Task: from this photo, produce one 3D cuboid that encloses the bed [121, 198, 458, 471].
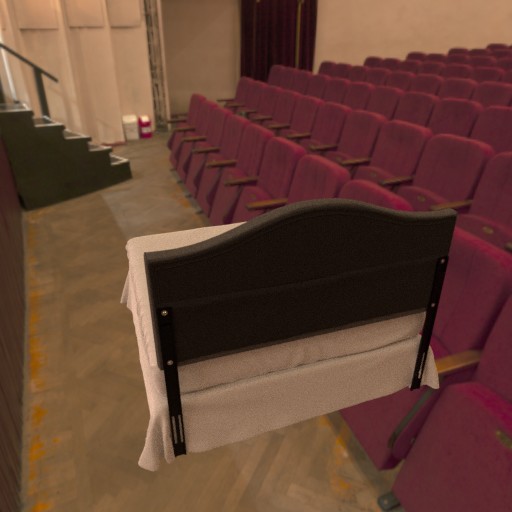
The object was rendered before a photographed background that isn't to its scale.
[{"bbox_3d":[0.000,0.000,3.684,2.314,1.651,2.219,-9,29,-17],"label":"bed"}]
